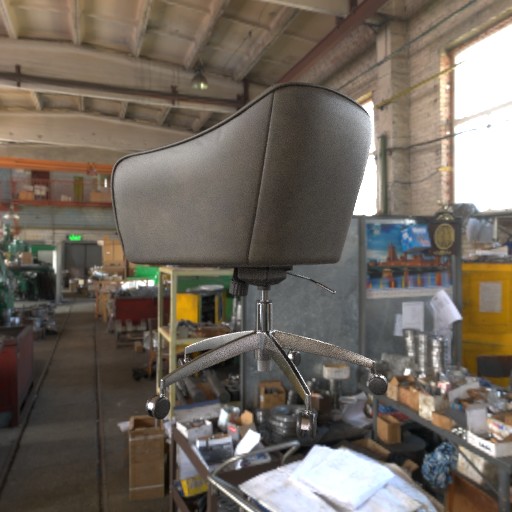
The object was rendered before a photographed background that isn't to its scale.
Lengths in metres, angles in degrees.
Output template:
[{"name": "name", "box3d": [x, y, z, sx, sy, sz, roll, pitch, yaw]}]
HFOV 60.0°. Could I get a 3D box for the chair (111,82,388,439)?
[{"name": "chair", "box3d": [0.000, 0.000, 1.357, 0.689, 0.827, 0.713, 0, 0, 36]}]
